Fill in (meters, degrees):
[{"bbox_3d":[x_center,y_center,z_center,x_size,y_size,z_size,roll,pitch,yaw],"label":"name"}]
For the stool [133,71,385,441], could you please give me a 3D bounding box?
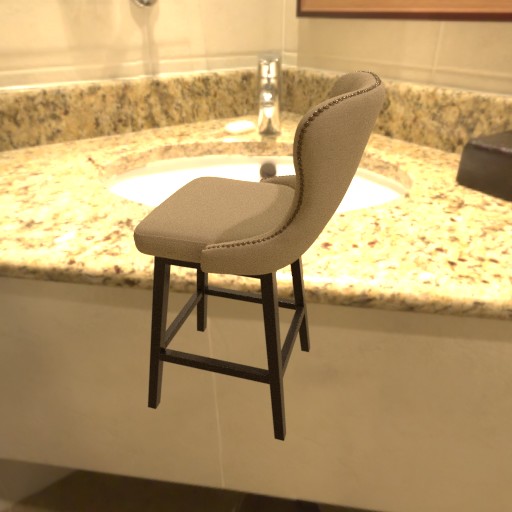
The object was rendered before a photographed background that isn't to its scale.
[{"bbox_3d":[0.000,0.000,1.277,0.593,0.971,0.528,8,31,14],"label":"stool"}]
